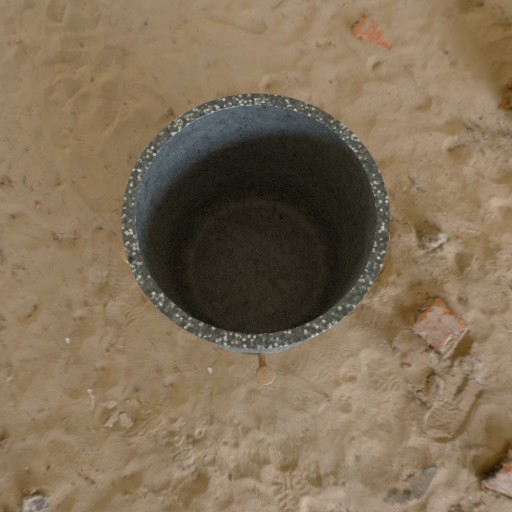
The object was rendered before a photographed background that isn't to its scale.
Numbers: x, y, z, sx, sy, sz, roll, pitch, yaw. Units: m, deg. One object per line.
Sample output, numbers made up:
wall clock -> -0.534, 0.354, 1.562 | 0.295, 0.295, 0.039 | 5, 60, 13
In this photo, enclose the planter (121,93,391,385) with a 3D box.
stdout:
planter -> 0.000, 0.000, 0.703 | 0.360, 0.419, 0.360 | 18, 77, 4
